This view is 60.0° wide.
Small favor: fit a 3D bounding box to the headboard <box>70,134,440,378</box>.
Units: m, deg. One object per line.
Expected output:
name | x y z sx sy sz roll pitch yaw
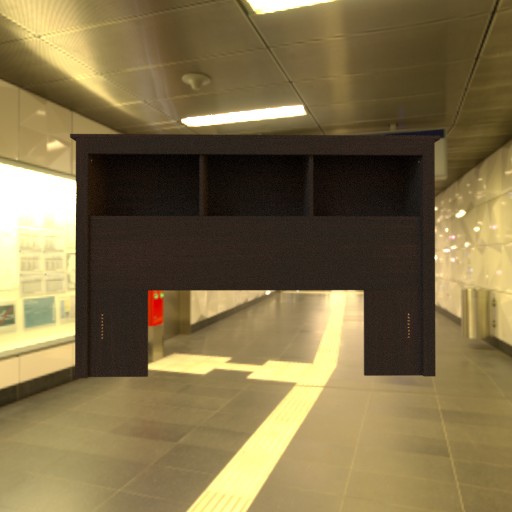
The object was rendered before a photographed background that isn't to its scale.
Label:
headboard | 0.000 0.000 2.134 1.671 1.092 0.279 0 -1 -1
